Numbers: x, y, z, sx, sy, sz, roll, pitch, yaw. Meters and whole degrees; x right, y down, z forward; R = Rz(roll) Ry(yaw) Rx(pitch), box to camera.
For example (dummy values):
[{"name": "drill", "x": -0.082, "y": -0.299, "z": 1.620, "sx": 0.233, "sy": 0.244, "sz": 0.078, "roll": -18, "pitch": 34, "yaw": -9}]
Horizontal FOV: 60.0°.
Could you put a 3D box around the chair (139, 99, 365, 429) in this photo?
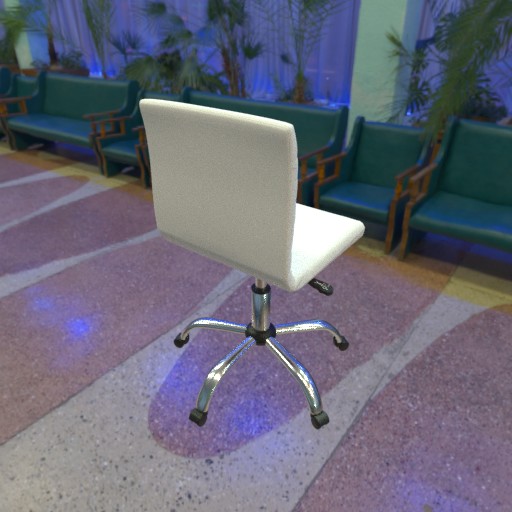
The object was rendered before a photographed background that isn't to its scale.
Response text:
[{"name": "chair", "x": 0.000, "y": 0.000, "z": 1.138, "sx": 0.556, "sy": 0.780, "sz": 0.530, "roll": 21, "pitch": 36, "yaw": 32}]
